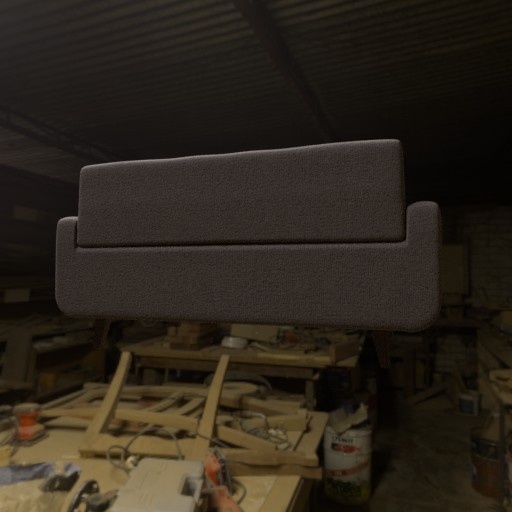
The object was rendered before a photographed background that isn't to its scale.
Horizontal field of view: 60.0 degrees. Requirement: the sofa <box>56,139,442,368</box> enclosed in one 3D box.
[{"bbox_3d":[0.000,0.000,2.186,1.631,0.841,0.909,-1,-2,18],"label":"sofa"}]
